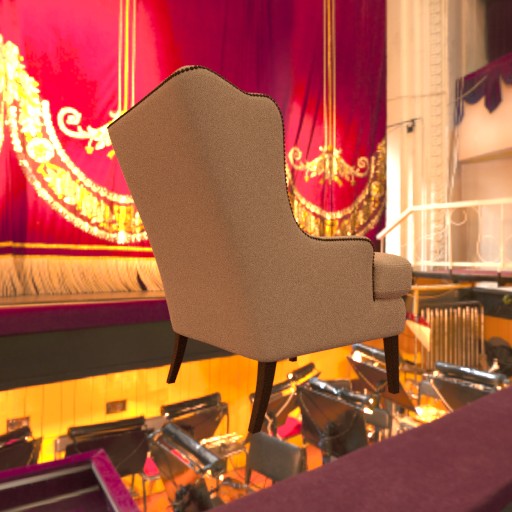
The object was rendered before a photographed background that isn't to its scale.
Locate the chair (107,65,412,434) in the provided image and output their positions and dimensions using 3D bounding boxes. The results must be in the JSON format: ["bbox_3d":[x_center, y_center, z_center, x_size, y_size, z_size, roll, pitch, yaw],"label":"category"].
[{"bbox_3d":[0.000,0.000,1.668,0.940,1.029,0.737,0,0,-35],"label":"chair"}]
